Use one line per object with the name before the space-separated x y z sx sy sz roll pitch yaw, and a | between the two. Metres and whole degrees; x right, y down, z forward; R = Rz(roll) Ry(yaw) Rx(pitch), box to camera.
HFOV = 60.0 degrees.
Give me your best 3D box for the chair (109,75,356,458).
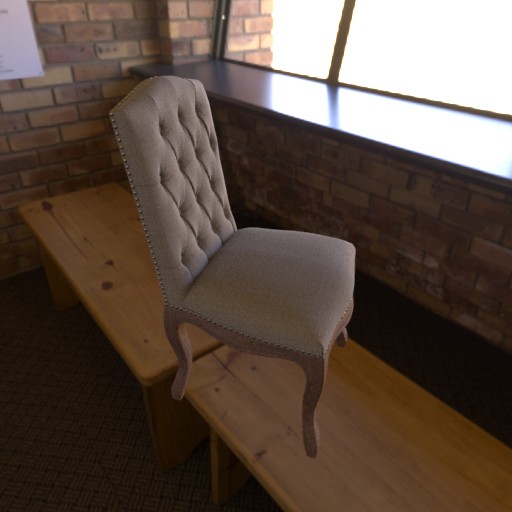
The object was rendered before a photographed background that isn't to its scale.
chair | 0.000 0.000 1.608 0.731 1.191 0.637 10 33 16
